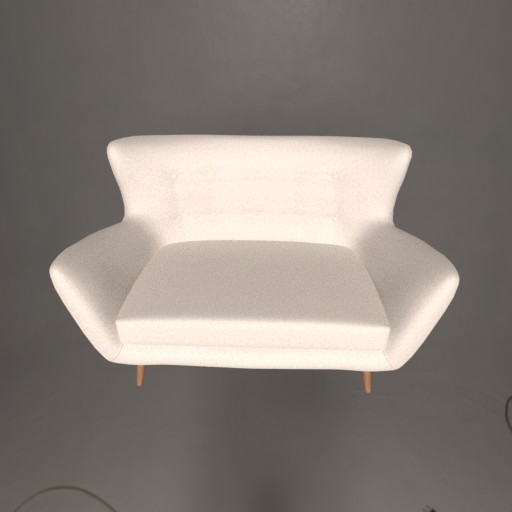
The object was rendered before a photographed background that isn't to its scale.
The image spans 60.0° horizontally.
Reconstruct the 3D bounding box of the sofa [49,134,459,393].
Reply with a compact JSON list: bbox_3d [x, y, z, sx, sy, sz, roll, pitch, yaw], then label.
[{"bbox_3d":[0.000,0.000,1.952,1.424,0.878,0.921,1,31,2],"label":"sofa"}]
